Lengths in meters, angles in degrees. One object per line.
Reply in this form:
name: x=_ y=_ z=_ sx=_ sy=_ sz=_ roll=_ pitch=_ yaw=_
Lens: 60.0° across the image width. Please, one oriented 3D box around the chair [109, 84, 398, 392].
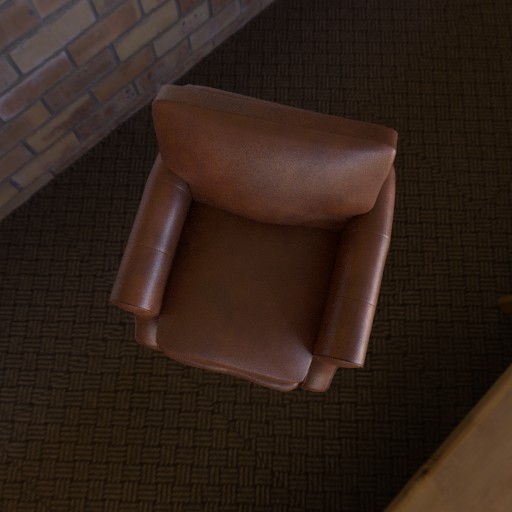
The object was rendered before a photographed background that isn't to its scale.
chair: x=0.000 y=0.000 z=1.799 sx=0.989 sy=0.972 sz=0.992 roll=14 pitch=77 yaw=3
